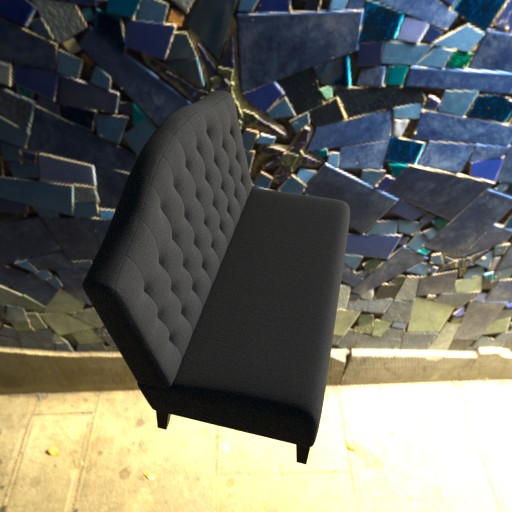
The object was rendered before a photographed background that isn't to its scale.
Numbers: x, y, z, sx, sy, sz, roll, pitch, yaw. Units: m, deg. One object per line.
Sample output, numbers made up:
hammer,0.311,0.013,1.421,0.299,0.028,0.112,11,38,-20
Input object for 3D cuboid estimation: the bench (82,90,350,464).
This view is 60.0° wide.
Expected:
bench,0.000,0.000,2.044,0.815,1.180,1.335,10,47,9
